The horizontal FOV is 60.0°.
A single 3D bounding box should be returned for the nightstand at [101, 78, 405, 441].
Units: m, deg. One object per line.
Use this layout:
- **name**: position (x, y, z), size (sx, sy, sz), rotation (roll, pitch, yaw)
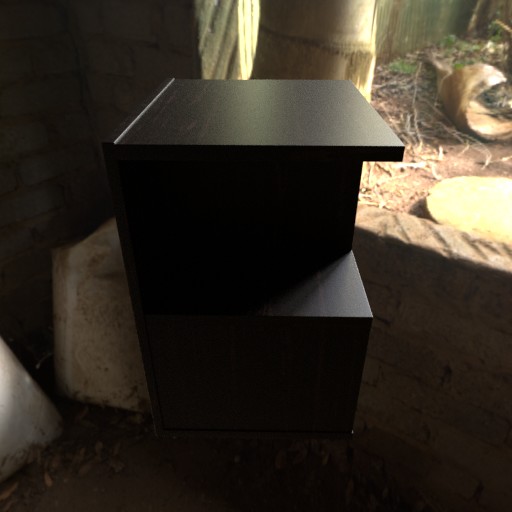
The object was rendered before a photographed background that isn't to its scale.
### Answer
- **nightstand**: position (0.000, 0.000, 0.834), size (0.356, 0.559, 0.400), rotation (1, 32, 1)
